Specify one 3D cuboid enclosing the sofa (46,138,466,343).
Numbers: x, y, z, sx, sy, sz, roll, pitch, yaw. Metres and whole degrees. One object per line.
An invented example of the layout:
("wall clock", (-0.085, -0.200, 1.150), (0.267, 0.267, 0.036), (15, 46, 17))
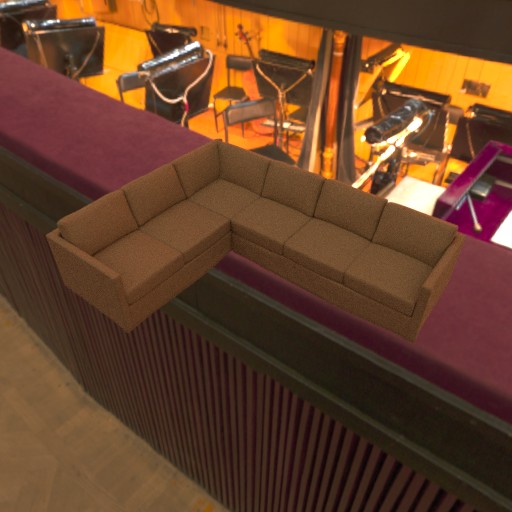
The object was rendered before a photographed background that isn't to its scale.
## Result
("sofa", (0.000, 0.000, 4.336), (3.182, 0.871, 2.432), (26, 47, 28))
